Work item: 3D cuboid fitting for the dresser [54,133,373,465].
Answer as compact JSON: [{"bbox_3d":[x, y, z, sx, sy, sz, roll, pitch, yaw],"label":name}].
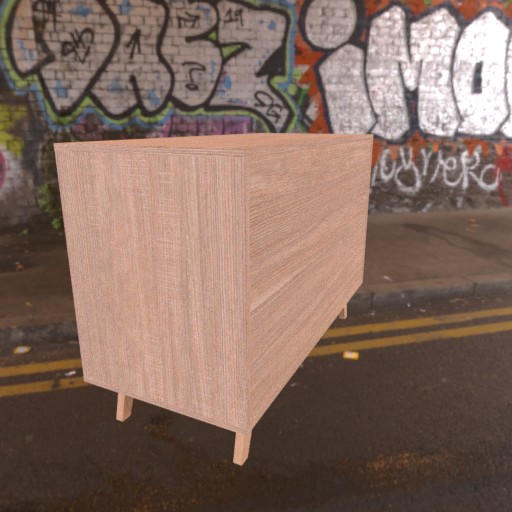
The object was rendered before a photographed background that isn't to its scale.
[{"bbox_3d":[0.000,0.000,1.511,0.500,0.780,1.110,8,19,25],"label":"dresser"}]
